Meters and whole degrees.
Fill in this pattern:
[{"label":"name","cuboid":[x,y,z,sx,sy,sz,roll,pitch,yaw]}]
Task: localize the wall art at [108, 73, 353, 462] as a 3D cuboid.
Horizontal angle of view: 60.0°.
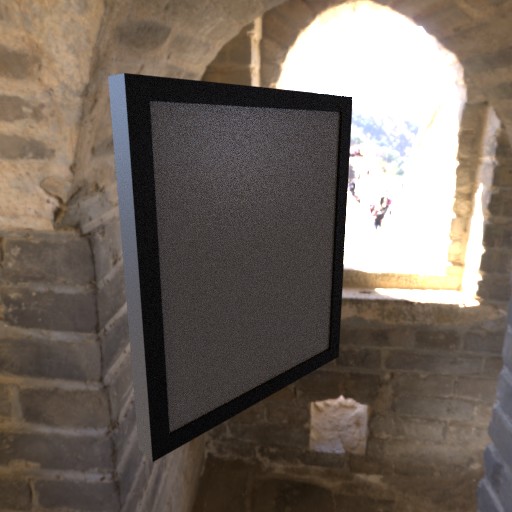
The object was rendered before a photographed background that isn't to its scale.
[{"label":"wall art","cuboid":[0.000,0.000,0.536,0.330,0.381,0.029,-14,21,-42]}]
